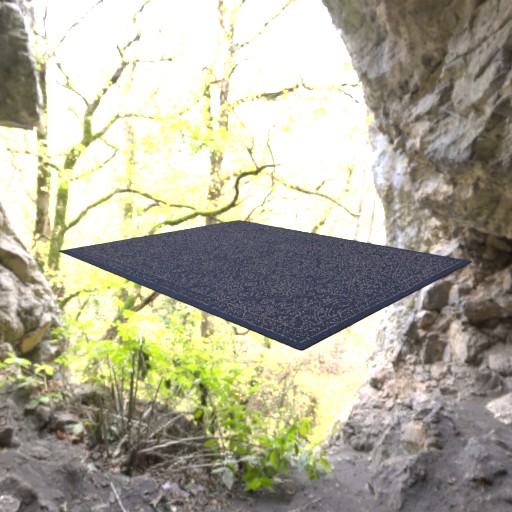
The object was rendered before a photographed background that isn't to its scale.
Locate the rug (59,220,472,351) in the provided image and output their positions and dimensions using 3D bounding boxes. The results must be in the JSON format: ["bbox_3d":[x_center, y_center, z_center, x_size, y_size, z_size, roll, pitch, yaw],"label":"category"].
[{"bbox_3d":[0.000,0.000,4.155,3.048,0.010,2.438,14,20,43],"label":"rug"}]
